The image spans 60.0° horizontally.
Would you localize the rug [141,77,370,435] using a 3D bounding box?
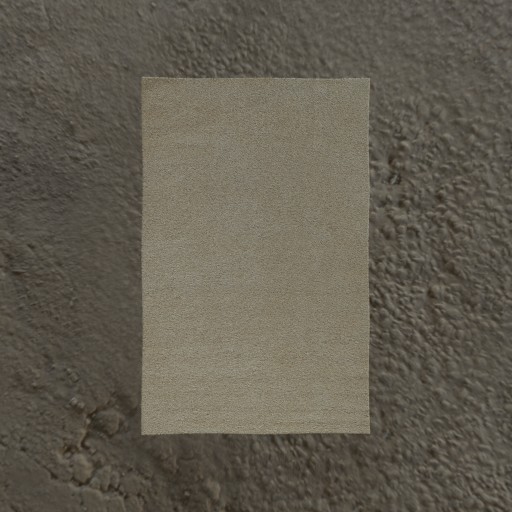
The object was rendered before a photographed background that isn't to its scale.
[{"bbox_3d":[0.000,0.000,2.921,1.500,0.025,2.346,0,90,-1],"label":"rug"}]
